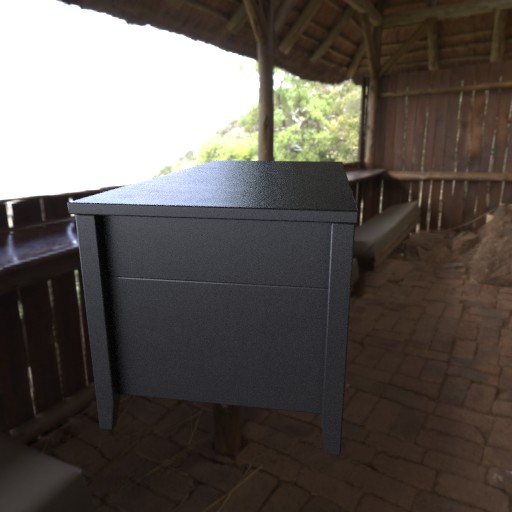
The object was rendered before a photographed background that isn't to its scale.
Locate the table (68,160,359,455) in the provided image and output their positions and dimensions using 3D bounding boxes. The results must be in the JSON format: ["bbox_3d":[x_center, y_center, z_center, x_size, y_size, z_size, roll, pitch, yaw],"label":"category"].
[{"bbox_3d":[0.000,0.000,1.257,0.483,0.457,1.016,3,16,9],"label":"table"}]
